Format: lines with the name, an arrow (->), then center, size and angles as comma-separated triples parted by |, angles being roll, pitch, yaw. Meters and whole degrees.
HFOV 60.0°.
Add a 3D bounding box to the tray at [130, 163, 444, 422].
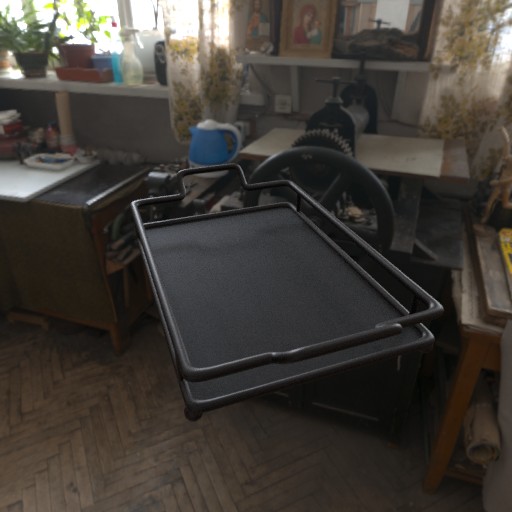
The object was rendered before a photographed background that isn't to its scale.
tray -> 0.000, 0.000, 0.619 | 0.297, 0.101, 0.495 | -11, 32, -17
